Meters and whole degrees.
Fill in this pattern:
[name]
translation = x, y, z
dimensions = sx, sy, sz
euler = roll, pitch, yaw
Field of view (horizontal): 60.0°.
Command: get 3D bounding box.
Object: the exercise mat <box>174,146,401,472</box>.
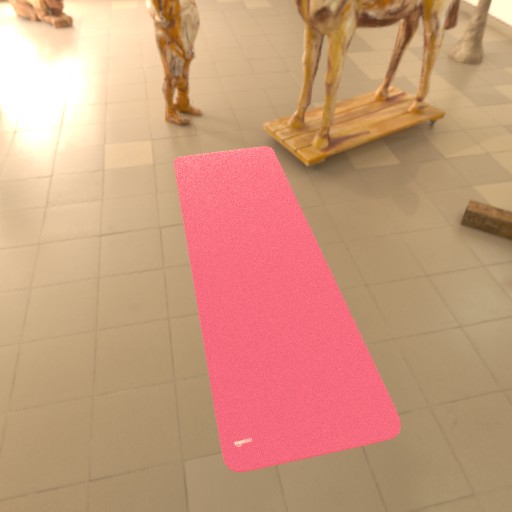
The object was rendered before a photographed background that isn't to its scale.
[exercise mat]
translation = 0.000, 0.000, 2.092
dimensions = 0.616, 0.021, 1.884
euler = -9, 45, -9
